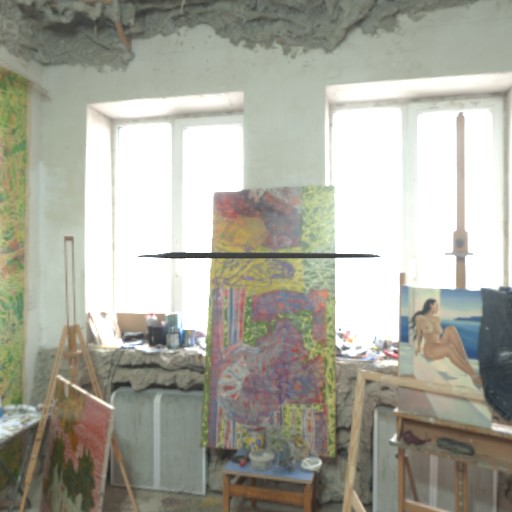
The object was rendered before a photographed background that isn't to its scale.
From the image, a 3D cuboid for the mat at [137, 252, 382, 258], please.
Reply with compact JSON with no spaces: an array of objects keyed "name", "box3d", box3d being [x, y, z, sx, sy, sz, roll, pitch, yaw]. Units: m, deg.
[{"name":"mat","box3d":[0.000,0.000,1.860,0.917,0.016,1.525,0,0,-17]}]
